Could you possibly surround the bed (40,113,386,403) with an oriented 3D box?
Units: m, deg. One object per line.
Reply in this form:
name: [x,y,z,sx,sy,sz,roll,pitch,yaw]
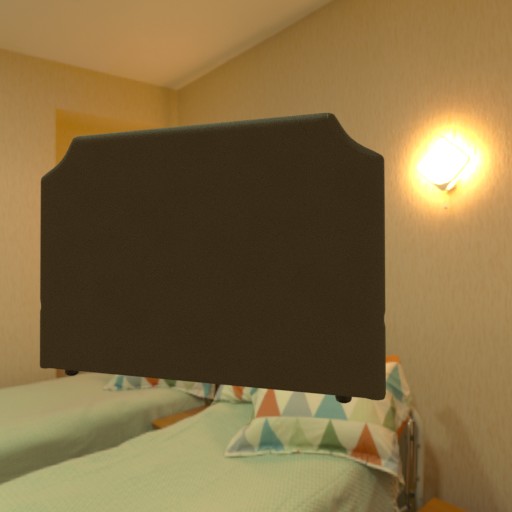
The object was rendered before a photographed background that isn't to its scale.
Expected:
bed: [0.000,0.000,3.182,1.831,1.297,2.181,0,0,17]
